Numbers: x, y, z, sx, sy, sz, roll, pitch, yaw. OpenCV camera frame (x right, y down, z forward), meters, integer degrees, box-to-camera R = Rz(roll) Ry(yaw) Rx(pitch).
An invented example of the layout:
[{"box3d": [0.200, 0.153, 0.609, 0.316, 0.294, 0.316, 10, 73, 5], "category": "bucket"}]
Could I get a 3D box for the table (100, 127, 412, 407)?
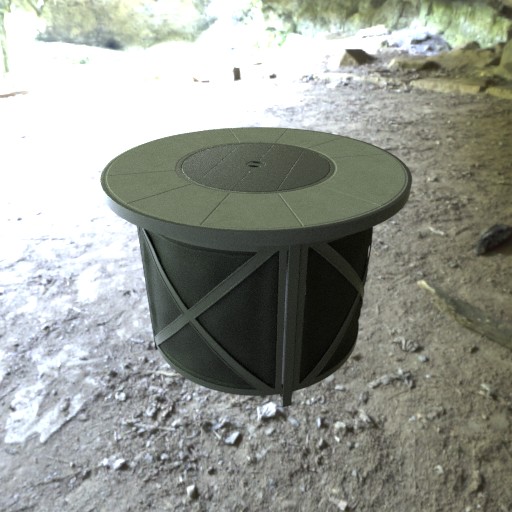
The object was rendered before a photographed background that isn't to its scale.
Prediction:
[{"box3d": [0.000, 0.000, 1.520, 0.914, 0.650, 0.914, 0, 30, 0], "category": "table"}]
